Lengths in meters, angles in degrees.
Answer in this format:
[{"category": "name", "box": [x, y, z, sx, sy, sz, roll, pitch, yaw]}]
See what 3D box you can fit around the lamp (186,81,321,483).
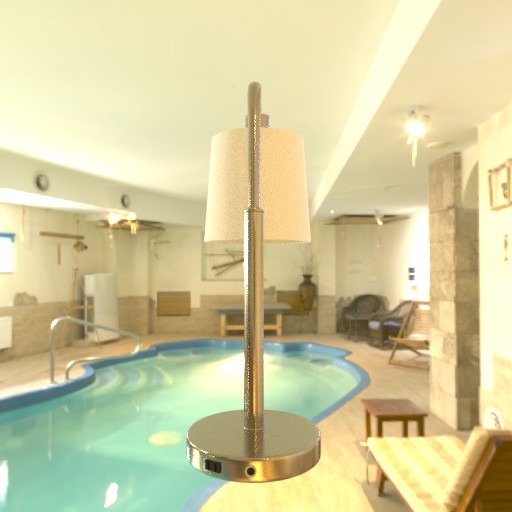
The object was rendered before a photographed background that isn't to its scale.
[{"category": "lamp", "box": [0.000, 0.000, 0.637, 0.171, 0.489, 0.333, 0, -2, 2]}]
